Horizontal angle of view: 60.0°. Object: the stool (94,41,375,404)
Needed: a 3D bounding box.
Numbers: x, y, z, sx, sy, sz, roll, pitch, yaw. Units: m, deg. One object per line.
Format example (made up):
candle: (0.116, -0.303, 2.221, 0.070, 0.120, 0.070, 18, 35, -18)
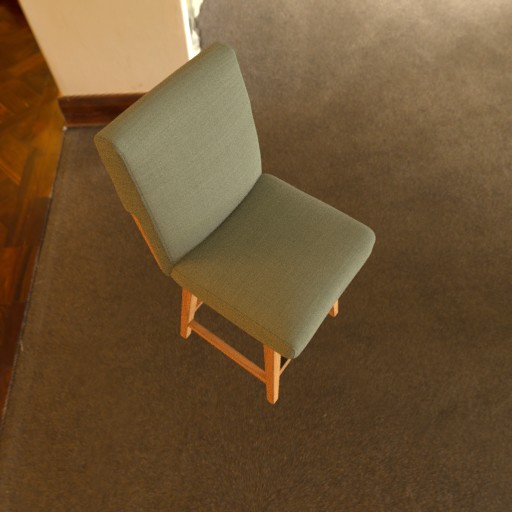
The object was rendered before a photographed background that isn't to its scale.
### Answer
stool: (0.000, 0.000, 1.355, 0.570, 1.019, 0.459, 32, 64, 18)
